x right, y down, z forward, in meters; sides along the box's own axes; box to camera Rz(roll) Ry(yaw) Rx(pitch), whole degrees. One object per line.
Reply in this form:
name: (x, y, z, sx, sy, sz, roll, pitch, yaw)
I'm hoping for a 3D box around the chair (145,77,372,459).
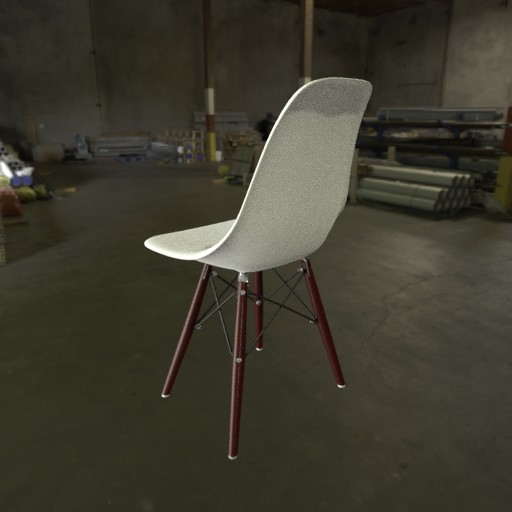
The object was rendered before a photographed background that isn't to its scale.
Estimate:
chair: (0.000, 0.000, 1.149, 0.533, 0.826, 0.470, 16, 24, 42)
